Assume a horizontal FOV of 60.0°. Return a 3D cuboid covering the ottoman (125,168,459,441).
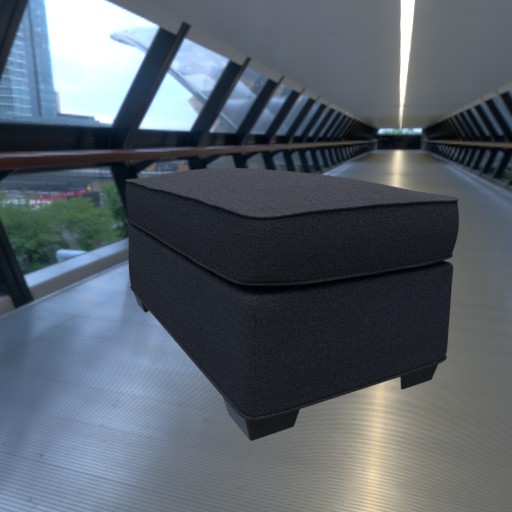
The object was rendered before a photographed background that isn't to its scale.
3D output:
[{"bbox_3d":[0.000,0.000,1.185,0.505,0.453,0.895,-7,15,-27],"label":"ottoman"}]
